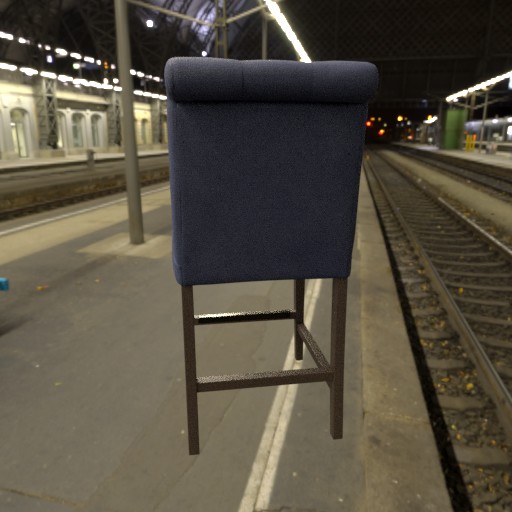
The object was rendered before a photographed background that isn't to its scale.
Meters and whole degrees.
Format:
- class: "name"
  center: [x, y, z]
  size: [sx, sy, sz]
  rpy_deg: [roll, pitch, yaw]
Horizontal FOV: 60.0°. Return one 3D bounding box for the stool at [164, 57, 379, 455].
- class: "stool"
  center: [0.000, 0.000, 1.320]
  size: [0.493, 1.010, 0.601]
  rpy_deg: [-2, 15, -9]
